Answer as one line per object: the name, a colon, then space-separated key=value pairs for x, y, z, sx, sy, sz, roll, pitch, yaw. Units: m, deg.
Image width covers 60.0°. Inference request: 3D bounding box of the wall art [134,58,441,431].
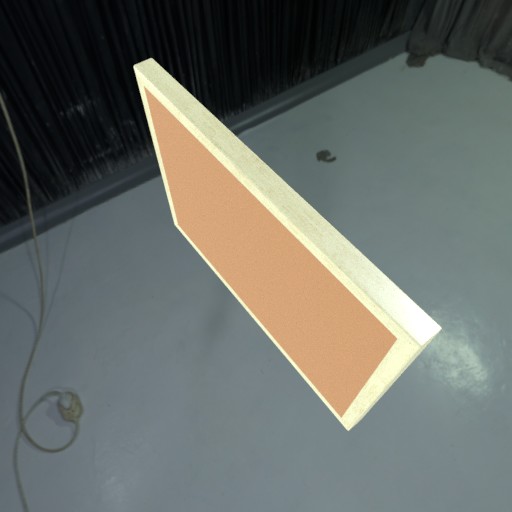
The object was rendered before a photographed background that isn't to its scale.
wall art: x=0.000 y=0.000 z=0.686 sx=0.032 sy=0.381 sz=0.533 roll=-33 pitch=63 yaw=-19
